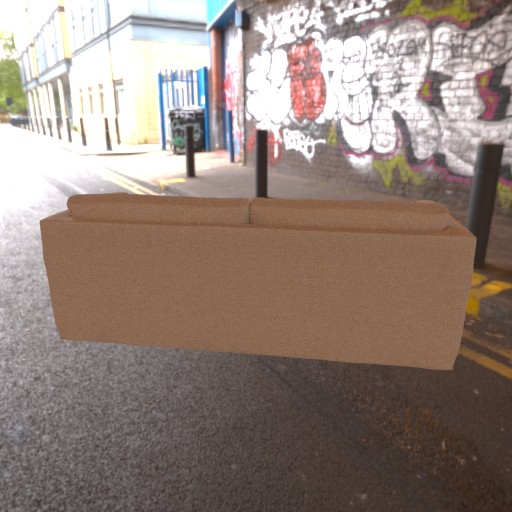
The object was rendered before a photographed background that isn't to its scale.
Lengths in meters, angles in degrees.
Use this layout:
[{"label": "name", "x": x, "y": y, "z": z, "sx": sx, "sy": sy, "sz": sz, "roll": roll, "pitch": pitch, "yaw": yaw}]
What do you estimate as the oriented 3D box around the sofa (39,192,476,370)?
[{"label": "sofa", "x": 0.000, "y": 0.000, "z": 2.767, "sx": 2.296, "sy": 0.847, "sz": 0.956, "roll": 3, "pitch": 18, "yaw": 8}]
